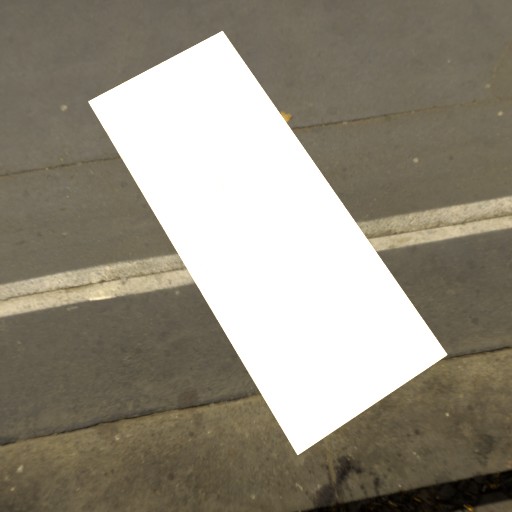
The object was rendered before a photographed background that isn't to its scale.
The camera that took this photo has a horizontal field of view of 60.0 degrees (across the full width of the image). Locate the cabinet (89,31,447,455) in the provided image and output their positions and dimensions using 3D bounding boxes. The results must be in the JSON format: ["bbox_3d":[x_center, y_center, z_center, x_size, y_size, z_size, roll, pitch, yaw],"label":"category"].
[{"bbox_3d":[0.000,0.000,1.519,0.420,0.820,1.040,-31,79,-7],"label":"cabinet"}]
